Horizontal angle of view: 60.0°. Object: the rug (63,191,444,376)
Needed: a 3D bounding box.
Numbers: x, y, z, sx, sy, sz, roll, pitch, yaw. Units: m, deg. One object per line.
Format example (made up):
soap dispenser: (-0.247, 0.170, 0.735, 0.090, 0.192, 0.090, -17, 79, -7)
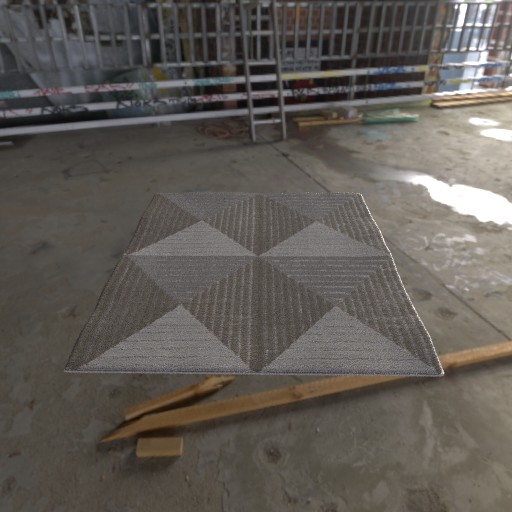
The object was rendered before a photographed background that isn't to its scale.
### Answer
rug: (0.000, 0.000, 0.901, 0.551, 0.008, 0.642, 0, 31, 1)
